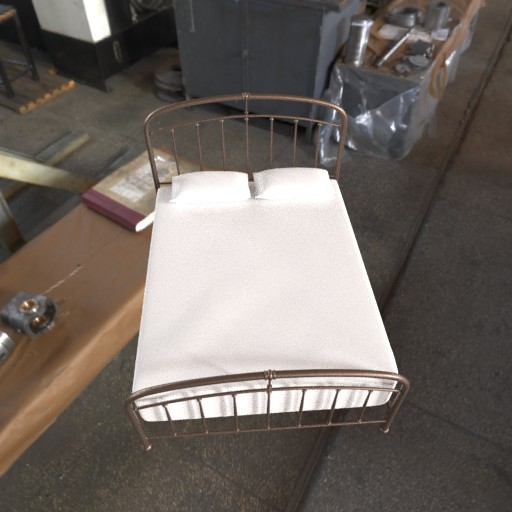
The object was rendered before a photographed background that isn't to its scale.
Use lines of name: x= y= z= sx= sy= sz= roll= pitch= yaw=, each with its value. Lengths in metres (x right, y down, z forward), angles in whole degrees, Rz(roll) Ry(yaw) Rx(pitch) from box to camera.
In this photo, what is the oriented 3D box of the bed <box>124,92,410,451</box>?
bed: x=0.000 y=0.000 z=3.263 sx=1.711 sy=1.475 sz=2.168 roll=-3 pitch=47 yaw=-3
